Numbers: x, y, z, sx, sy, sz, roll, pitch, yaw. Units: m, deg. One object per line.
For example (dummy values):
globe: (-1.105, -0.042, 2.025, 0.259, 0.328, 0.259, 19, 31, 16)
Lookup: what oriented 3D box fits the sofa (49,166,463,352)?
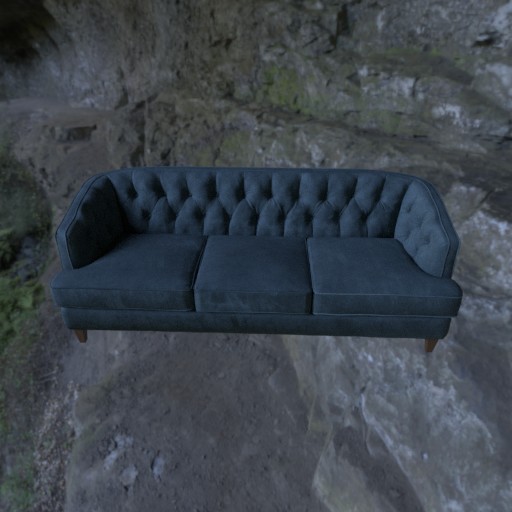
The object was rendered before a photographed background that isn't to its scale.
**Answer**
sofa: (0.000, 0.000, 2.795, 2.278, 0.855, 0.941, 1, 30, 2)
